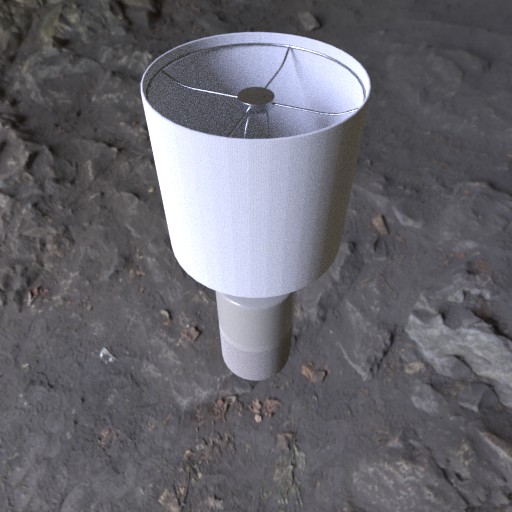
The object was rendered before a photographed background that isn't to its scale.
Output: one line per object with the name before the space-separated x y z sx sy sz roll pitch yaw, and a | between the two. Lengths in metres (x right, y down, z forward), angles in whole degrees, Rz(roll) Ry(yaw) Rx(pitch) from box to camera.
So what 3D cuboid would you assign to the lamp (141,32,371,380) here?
lamp | 0.000 0.000 0.594 0.212 0.493 0.212 16 49 14
